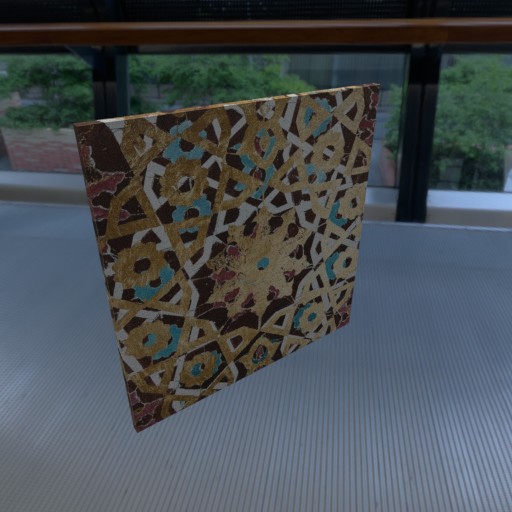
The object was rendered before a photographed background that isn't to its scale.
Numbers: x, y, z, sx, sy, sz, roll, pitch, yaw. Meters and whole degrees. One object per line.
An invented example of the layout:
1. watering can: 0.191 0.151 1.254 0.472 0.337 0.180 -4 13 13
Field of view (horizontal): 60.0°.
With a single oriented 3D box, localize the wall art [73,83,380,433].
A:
1. wall art: 0.000 0.000 1.129 0.757 0.762 0.028 -20 35 -31
